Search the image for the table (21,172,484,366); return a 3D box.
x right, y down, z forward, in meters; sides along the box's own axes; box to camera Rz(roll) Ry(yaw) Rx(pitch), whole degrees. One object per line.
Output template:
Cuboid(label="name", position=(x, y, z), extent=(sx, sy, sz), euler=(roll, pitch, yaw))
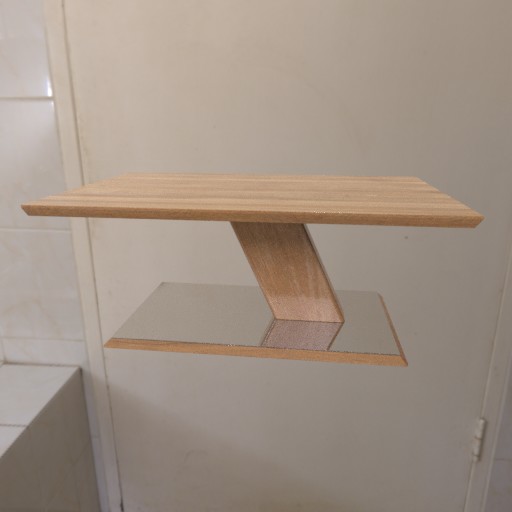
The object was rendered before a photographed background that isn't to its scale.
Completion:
Cuboid(label="table", position=(0.000, 0.000, 1.435), extent=(1.100, 0.441, 0.692), euler=(2, 17, 7))
